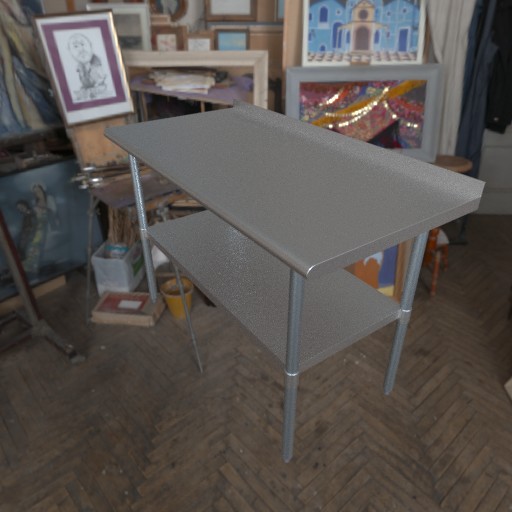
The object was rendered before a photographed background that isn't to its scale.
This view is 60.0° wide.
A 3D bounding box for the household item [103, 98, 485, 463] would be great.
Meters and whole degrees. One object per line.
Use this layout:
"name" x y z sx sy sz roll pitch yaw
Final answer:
"household item" 0.000 0.000 1.656 0.610 0.851 1.219 -20 37 -29
